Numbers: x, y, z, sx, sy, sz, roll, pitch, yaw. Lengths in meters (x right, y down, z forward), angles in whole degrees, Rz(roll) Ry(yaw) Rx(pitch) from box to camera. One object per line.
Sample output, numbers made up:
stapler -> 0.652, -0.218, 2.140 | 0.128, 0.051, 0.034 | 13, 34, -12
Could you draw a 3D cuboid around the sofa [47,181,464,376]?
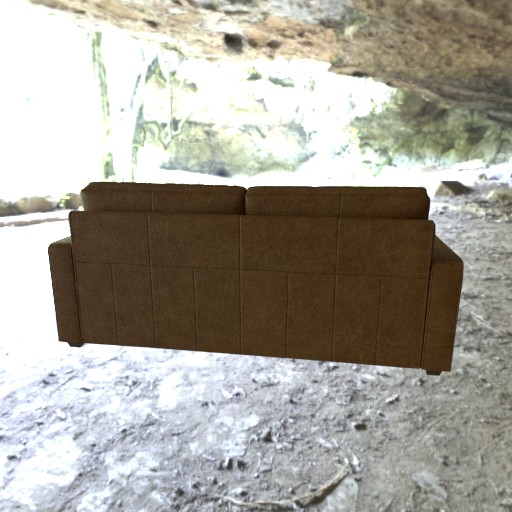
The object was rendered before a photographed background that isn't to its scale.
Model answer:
sofa -> 0.000, 0.000, 2.691 | 2.156, 0.928, 0.991 | 2, 15, 9
